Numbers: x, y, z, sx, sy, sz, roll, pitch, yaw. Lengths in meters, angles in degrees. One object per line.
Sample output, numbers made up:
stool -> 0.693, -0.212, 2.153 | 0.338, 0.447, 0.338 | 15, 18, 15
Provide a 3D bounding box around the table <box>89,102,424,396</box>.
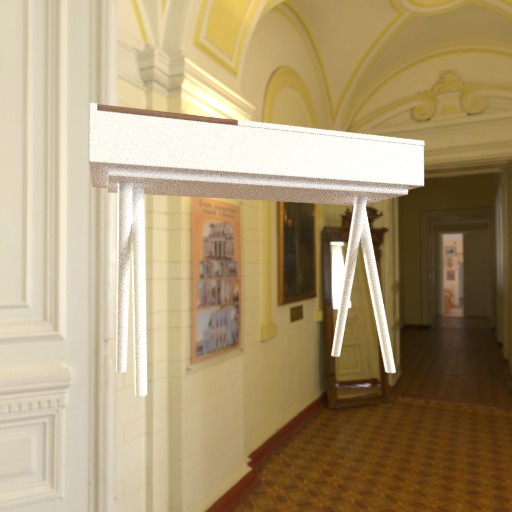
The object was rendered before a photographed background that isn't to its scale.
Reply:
table -> 0.000, 0.000, 1.520 | 1.066, 0.785, 0.418 | 0, -1, -19
